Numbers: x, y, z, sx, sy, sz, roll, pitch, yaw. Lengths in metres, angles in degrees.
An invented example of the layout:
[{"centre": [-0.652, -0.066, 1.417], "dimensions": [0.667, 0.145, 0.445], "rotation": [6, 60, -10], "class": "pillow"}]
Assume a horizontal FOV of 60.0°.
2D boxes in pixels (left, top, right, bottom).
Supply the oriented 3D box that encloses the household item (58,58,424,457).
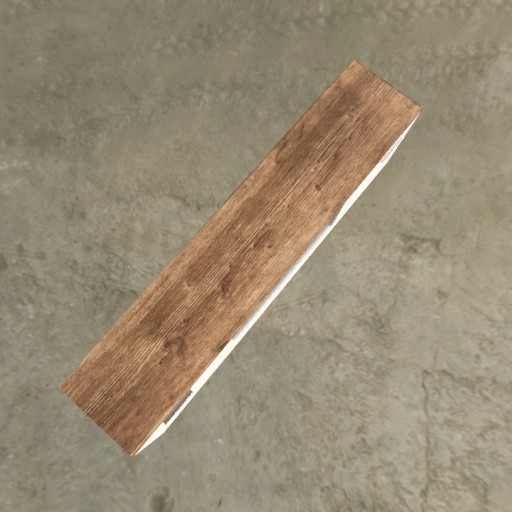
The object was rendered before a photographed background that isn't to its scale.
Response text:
[{"centre": [0.000, 0.000, 2.053], "dimensions": [0.390, 0.615, 1.800], "rotation": [39, 80, 8], "class": "household item"}]
